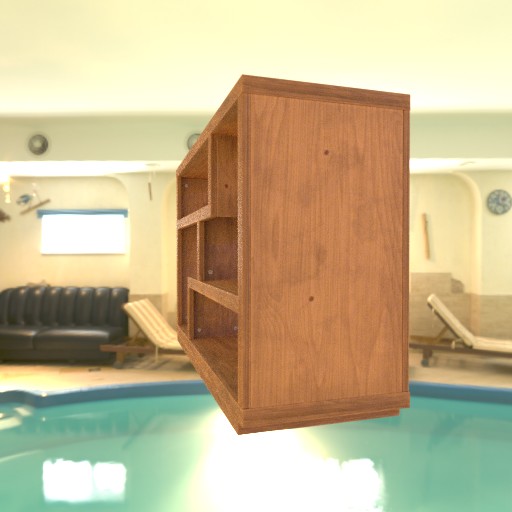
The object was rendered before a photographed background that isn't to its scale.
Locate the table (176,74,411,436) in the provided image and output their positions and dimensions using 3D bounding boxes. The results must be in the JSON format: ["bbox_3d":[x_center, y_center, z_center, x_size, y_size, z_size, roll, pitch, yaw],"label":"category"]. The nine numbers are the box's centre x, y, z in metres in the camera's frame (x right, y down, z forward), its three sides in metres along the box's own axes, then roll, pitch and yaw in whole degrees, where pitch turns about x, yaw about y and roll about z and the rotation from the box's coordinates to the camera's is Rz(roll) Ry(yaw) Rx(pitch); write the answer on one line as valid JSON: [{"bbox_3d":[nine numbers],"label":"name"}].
[{"bbox_3d":[0.000,0.000,1.532,0.410,0.771,1.151,0,1,-17],"label":"table"}]
